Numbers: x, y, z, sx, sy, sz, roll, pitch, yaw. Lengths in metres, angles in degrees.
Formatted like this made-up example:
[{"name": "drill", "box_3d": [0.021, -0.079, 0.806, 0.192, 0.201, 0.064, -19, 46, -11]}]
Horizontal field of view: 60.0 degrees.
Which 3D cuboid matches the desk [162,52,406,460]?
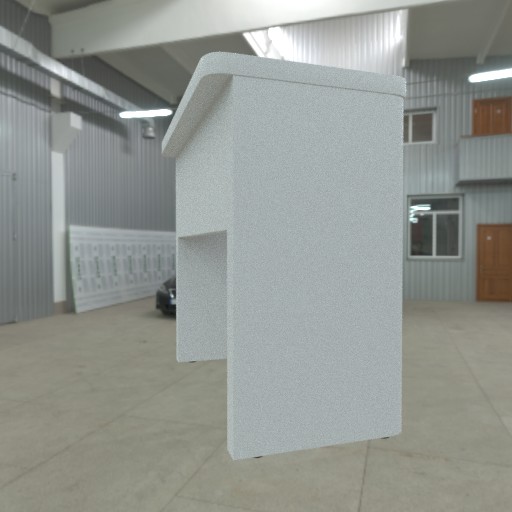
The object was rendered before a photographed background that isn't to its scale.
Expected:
[{"name": "desk", "box_3d": [0.000, 0.000, 1.246, 0.446, 0.760, 0.790, 0, 1, -18]}]
